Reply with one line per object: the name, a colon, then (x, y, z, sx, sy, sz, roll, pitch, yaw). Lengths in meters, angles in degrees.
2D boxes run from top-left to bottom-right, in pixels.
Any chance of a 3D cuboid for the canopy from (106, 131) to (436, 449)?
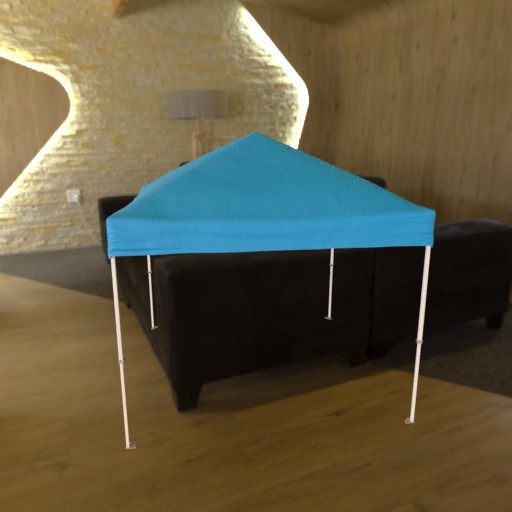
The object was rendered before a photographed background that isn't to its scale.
canopy: (0.000, 0.000, 5.536, 2.998, 2.997, 2.996, -2, 14, -8)
